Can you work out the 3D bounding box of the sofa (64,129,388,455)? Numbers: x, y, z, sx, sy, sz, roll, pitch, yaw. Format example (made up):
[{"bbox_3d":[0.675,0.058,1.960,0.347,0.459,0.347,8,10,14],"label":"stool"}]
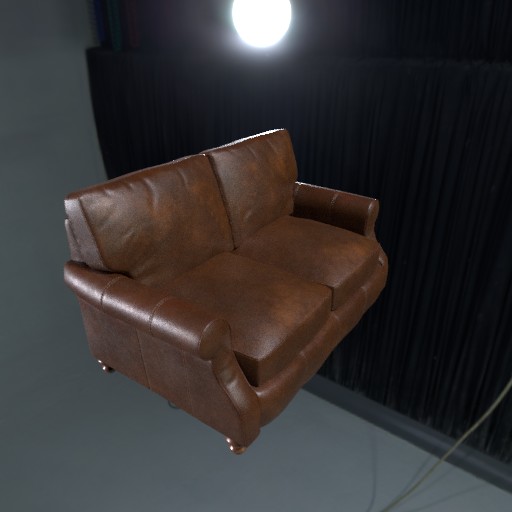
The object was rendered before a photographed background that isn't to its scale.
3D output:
[{"bbox_3d":[0.000,0.000,2.246,0.990,0.976,1.616,18,32,31],"label":"sofa"}]
